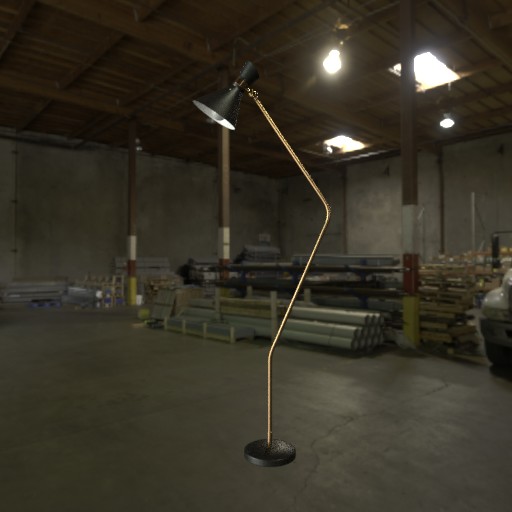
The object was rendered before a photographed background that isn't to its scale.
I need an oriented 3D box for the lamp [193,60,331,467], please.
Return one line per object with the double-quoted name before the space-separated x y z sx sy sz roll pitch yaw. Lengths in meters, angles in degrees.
"lamp" 0.000 0.000 1.592 0.467 1.438 0.277 -1 -1 35
